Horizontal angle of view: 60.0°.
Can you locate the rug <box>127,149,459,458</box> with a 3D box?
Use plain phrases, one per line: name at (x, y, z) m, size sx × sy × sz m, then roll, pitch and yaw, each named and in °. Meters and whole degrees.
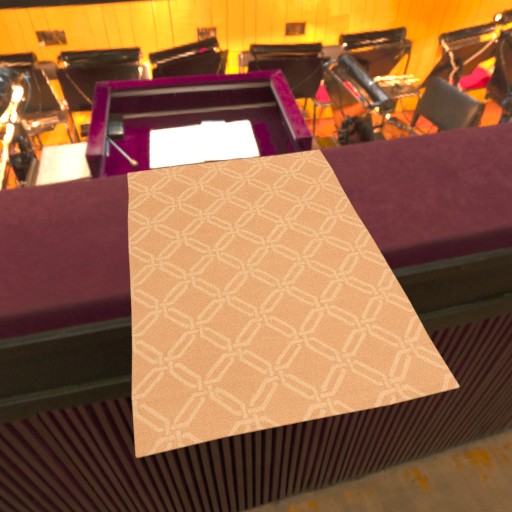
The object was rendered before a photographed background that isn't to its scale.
rug at (0.000, 0.000, 2.706) m, size 1.524 × 0.013 × 2.135 m, roll -9°, pitch 46°, yaw -9°
